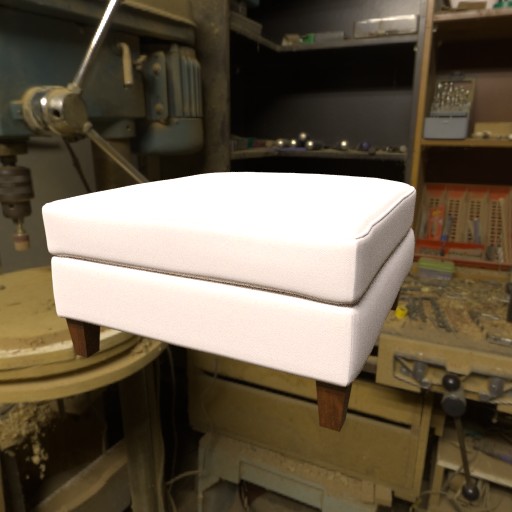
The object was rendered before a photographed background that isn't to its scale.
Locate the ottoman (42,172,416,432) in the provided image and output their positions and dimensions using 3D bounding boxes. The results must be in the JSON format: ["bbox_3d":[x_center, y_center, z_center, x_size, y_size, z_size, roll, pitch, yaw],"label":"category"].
[{"bbox_3d":[0.000,0.000,1.354,0.838,0.479,0.838,8,18,25],"label":"ottoman"}]
